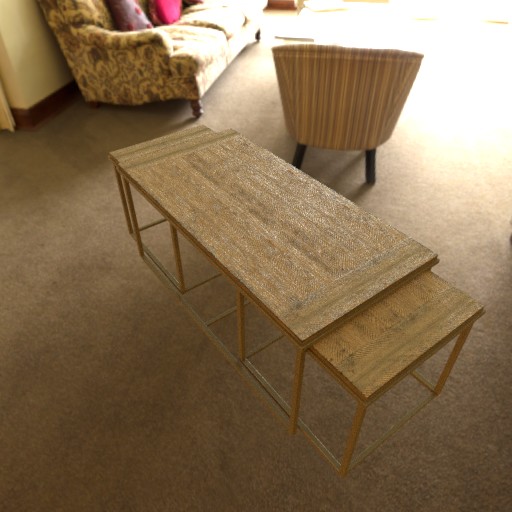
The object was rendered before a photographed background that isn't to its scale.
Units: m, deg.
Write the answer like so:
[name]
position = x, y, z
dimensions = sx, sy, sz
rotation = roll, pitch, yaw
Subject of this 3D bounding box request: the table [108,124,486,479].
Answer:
[table]
position = 0.000, 0.000, 1.494
dimensions = 0.489, 0.427, 1.312
rotation = -26, 47, -27
